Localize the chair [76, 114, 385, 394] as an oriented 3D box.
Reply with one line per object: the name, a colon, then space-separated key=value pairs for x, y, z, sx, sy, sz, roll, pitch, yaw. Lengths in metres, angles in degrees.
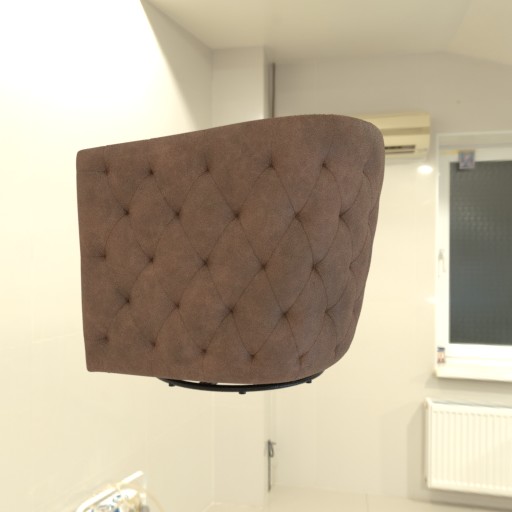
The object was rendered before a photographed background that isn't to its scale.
chair: x=0.000 y=0.000 z=1.563 sx=0.870 sy=0.790 sz=0.850 roll=0 pitch=1 yaw=18
